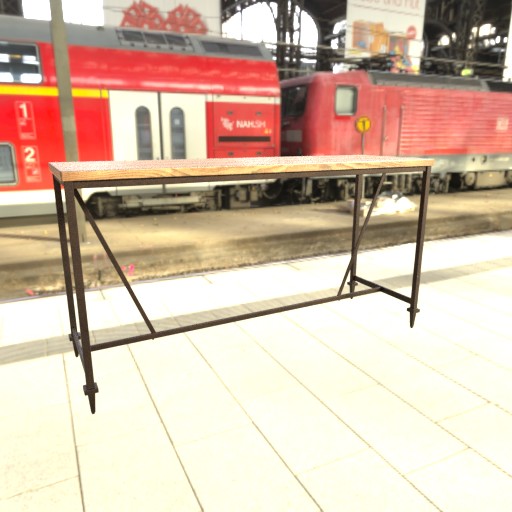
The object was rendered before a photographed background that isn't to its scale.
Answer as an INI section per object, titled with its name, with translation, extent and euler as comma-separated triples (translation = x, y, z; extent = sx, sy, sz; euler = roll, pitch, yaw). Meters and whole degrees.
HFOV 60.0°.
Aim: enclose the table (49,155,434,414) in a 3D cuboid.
[table]
translation = 0.000, 0.000, 2.139
extent = 1.700, 0.902, 0.551
euler = -8, 17, -27
